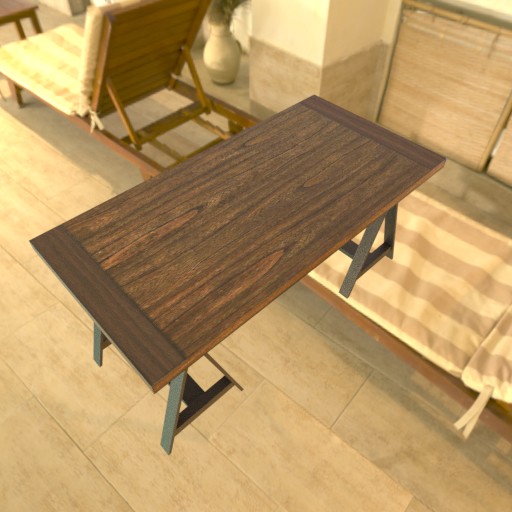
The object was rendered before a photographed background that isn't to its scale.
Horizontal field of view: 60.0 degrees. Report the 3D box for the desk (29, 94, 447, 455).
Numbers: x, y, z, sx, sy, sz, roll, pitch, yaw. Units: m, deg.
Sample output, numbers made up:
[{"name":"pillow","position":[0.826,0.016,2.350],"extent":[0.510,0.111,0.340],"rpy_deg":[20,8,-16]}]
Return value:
[{"name":"desk","position":[0.000,0.000,2.015],"extent":[1.543,0.725,0.784],"rpy_deg":[-35,57,-28]}]
